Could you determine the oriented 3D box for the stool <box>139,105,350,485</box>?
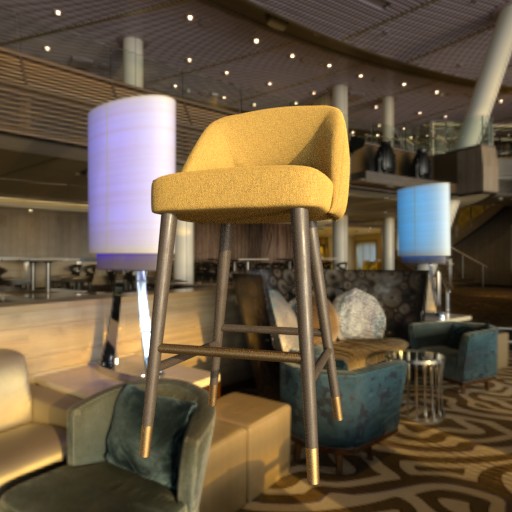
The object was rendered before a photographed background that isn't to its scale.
[{"bbox_3d":[0.000,0.000,1.309,0.536,1.032,0.522,0,-1,18],"label":"stool"}]
